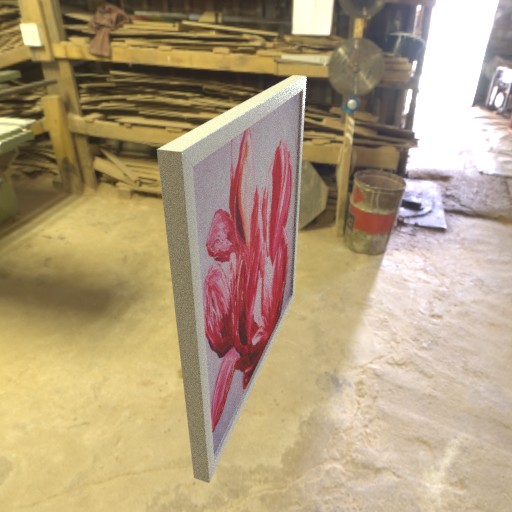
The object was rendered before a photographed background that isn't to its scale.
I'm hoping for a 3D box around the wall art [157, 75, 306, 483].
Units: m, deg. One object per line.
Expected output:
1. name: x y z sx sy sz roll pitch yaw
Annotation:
1. wall art: 0.000 0.000 0.673 0.023 0.453 0.455 10 31 16
